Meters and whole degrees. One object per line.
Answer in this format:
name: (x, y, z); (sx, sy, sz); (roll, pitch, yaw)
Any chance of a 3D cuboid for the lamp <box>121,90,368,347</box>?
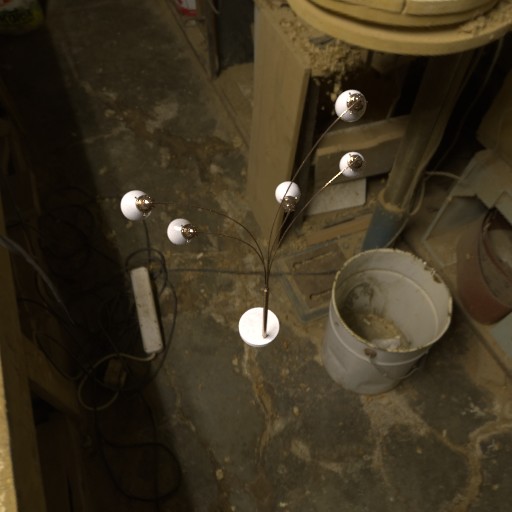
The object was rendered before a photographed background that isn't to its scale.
lamp: (0.000, 0.000, 2.973); (1.405, 2.423, 0.361); (-18, 59, -12)
